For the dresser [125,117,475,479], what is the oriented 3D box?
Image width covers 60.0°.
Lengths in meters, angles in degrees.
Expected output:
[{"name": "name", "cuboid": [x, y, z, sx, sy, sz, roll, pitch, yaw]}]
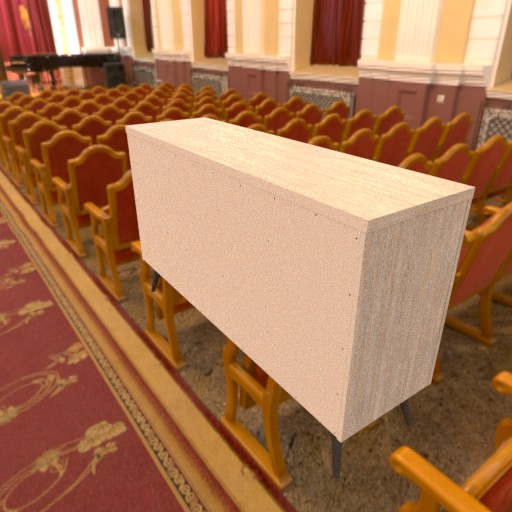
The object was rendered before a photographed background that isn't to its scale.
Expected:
[{"name": "dresser", "cuboid": [0.000, 0.000, 1.889, 0.457, 0.914, 1.524, -17, 31, -31]}]
